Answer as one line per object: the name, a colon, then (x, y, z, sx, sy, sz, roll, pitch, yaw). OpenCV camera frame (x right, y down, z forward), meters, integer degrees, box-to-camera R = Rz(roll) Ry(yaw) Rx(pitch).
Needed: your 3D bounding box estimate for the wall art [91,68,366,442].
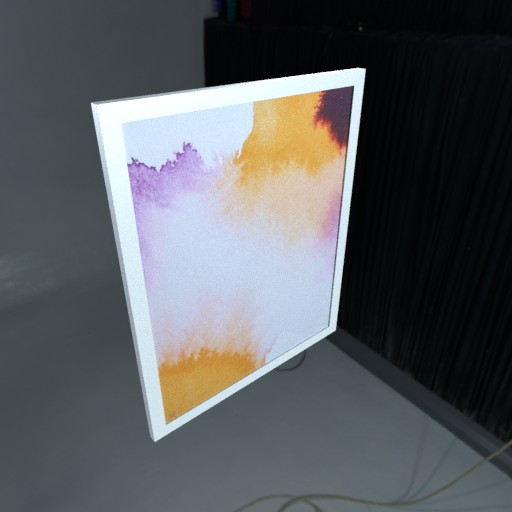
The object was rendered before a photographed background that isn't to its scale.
wall art: (0.000, 0.000, 0.619, 0.382, 0.456, 0.013, -23, 37, -34)
